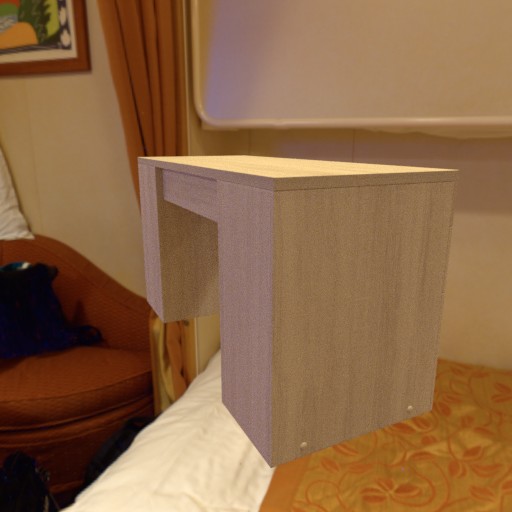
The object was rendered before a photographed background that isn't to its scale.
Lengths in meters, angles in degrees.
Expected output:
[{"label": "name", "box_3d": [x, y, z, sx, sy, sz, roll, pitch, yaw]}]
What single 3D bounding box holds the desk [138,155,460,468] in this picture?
[{"label": "desk", "box_3d": [0.000, 0.000, 1.776, 0.600, 0.740, 1.390, -7, 16, -25]}]
